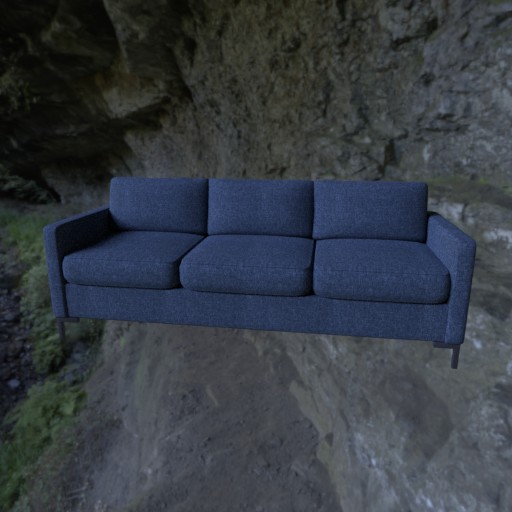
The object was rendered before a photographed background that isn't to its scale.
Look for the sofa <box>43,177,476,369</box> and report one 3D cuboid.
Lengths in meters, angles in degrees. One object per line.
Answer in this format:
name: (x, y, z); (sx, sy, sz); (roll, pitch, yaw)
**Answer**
sofa: (0.000, 0.000, 2.661); (2.218, 0.874, 0.859); (2, 16, 9)
